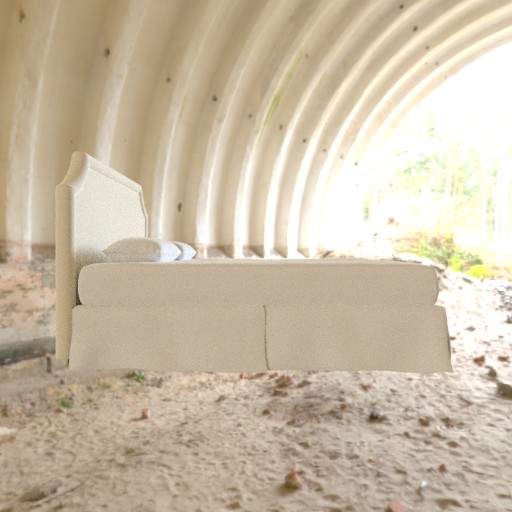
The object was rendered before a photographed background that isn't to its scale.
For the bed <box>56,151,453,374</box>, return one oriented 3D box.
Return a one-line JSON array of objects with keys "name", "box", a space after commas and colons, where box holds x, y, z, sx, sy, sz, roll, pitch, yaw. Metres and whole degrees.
[{"name": "bed", "box": [0.000, 0.000, 4.147, 2.773, 1.590, 2.350, 0, 0, 0]}]
